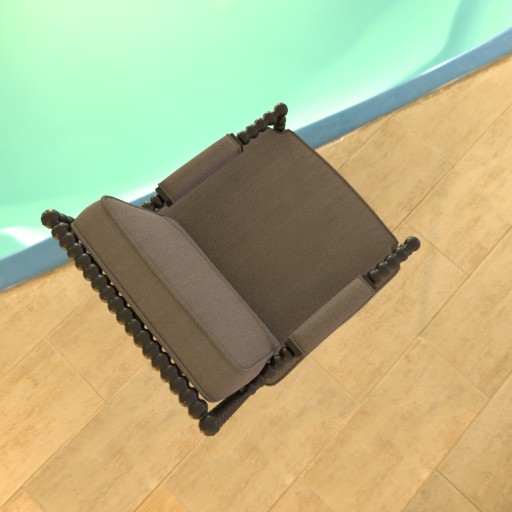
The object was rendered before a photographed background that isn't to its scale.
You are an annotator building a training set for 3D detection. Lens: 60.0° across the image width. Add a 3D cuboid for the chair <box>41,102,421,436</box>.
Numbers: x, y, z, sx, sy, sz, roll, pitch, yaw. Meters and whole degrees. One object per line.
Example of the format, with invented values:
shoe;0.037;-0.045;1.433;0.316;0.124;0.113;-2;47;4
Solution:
chair;0.000;0.000;1.108;0.622;0.661;0.540;-39;78;-10
